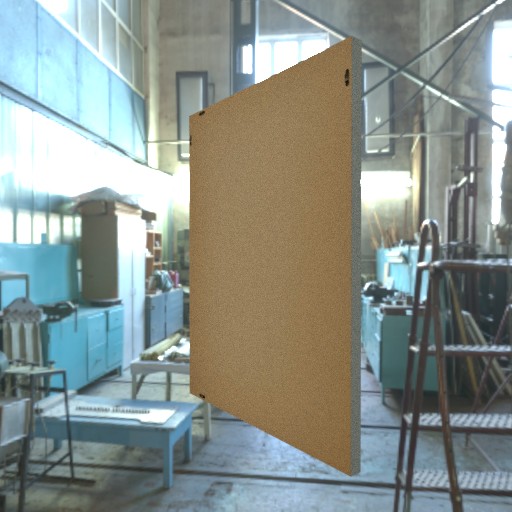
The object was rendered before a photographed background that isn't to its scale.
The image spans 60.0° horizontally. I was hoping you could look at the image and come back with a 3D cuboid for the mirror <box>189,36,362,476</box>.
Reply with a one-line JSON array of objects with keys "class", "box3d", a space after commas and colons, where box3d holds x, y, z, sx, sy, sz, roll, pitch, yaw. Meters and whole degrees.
[{"class": "mirror", "box3d": [0.000, 0.000, 1.332, 0.040, 1.016, 0.762, 0, 1, -37]}]
